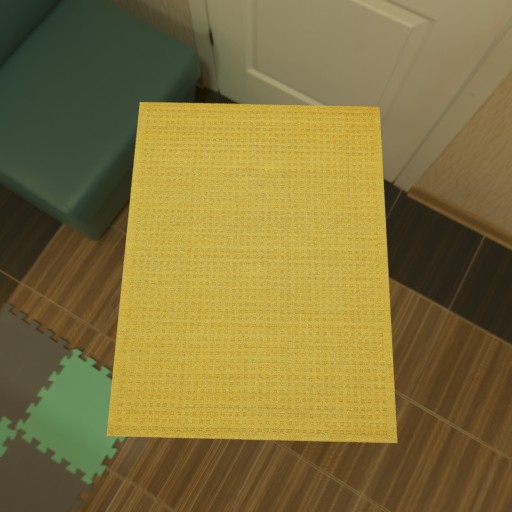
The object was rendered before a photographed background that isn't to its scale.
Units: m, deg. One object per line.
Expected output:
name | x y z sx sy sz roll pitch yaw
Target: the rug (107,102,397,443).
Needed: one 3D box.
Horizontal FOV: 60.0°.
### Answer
rug | 0.000 0.000 4.196 2.486 0.015 3.242 1 76 0
